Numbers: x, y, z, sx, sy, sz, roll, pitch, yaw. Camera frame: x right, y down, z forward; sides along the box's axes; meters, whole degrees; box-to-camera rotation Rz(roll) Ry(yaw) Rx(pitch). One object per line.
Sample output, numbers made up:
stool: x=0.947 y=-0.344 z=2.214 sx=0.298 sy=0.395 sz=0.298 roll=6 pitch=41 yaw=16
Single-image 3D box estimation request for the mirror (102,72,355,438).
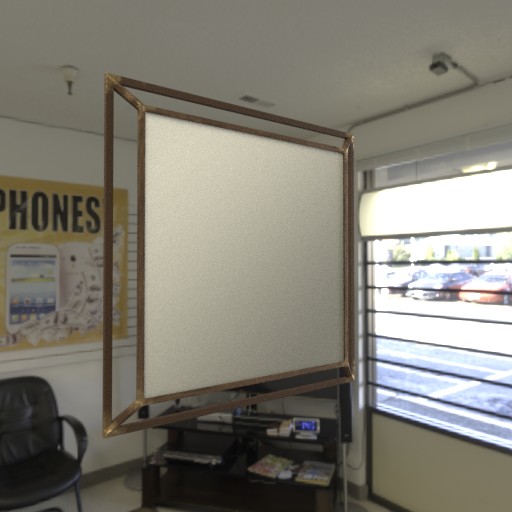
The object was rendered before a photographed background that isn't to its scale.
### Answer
mirror: x=0.000 y=0.000 z=0.911 sx=0.610 sy=0.610 sz=0.032 roll=1 pitch=-1 yaw=-36
